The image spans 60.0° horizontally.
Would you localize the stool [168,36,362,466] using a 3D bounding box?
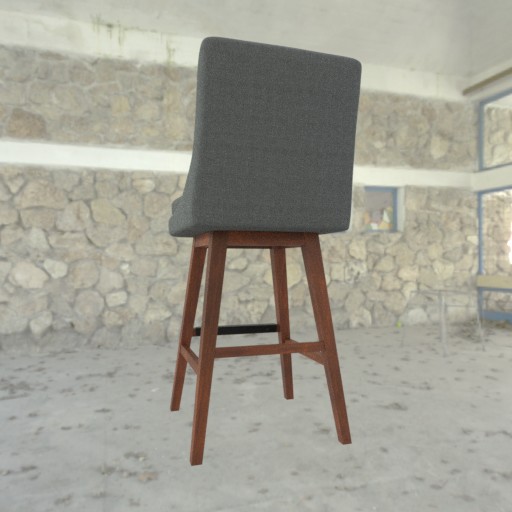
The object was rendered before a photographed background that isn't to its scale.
[{"bbox_3d":[0.000,0.000,1.262,0.447,0.977,0.524,0,-1,-18],"label":"stool"}]
